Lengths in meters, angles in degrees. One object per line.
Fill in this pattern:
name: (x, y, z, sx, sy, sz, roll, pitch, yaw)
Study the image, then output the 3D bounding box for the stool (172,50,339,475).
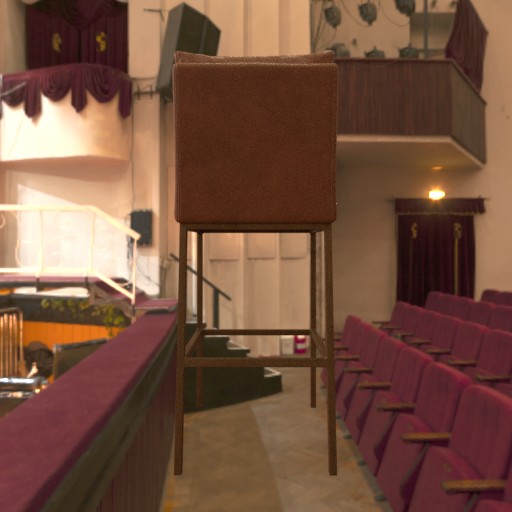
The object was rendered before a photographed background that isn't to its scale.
stool: (0.000, 0.000, 1.404, 0.463, 1.124, 0.571, 0, 0, 0)
